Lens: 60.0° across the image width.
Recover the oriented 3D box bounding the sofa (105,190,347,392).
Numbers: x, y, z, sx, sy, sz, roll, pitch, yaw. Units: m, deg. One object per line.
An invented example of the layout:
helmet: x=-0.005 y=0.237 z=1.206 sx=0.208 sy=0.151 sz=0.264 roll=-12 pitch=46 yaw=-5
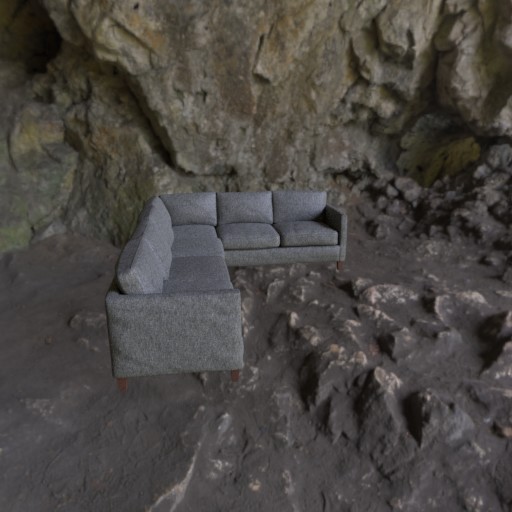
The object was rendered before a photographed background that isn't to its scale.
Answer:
sofa: x=0.000 y=0.000 z=4.690 sx=2.593 sy=0.947 sz=3.302 roll=-3 pitch=17 yaw=-9
